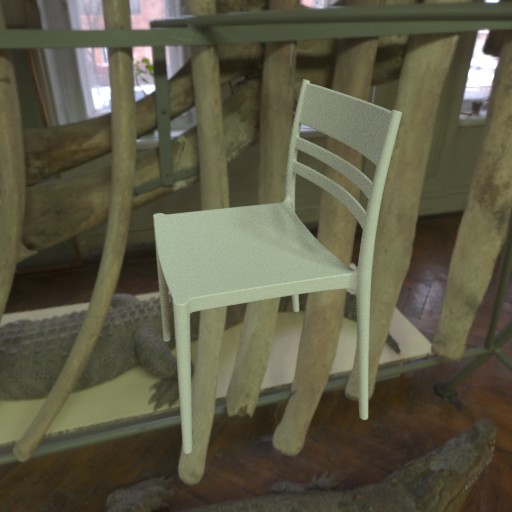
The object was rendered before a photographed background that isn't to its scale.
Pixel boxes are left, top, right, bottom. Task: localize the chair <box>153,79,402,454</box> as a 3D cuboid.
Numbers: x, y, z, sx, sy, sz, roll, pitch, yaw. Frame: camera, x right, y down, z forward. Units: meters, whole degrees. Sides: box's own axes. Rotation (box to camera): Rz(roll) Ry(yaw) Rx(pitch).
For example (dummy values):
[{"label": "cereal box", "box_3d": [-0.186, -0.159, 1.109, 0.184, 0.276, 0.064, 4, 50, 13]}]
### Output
[{"label": "chair", "box_3d": [0.000, 0.000, 1.164, 0.511, 0.800, 0.531, -8, 30, -14]}]
